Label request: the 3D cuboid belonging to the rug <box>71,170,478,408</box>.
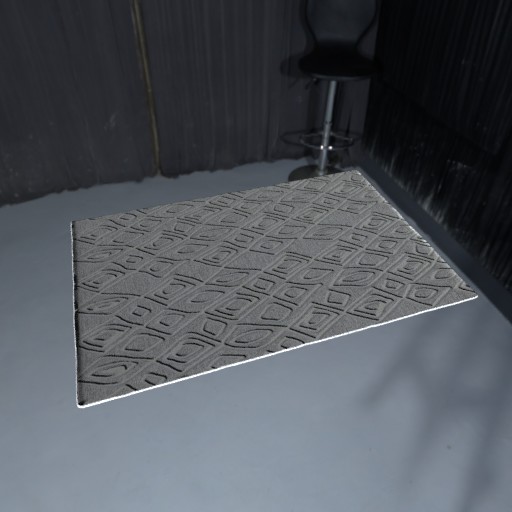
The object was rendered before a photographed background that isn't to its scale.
[{"bbox_3d":[0.000,0.000,2.321,1.832,0.016,1.224,-12,43,-14],"label":"rug"}]
